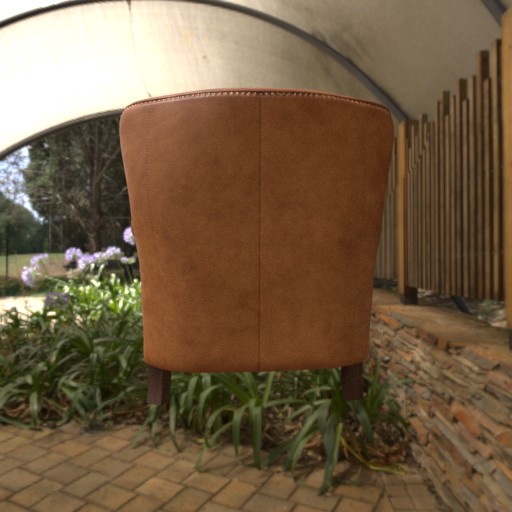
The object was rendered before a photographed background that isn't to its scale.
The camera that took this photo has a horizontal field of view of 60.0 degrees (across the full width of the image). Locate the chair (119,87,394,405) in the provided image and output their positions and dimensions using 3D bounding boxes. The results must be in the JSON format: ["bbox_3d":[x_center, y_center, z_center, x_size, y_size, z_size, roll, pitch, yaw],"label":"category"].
[{"bbox_3d":[0.000,0.000,1.641,0.861,0.936,0.921,0,-1,-1],"label":"chair"}]
